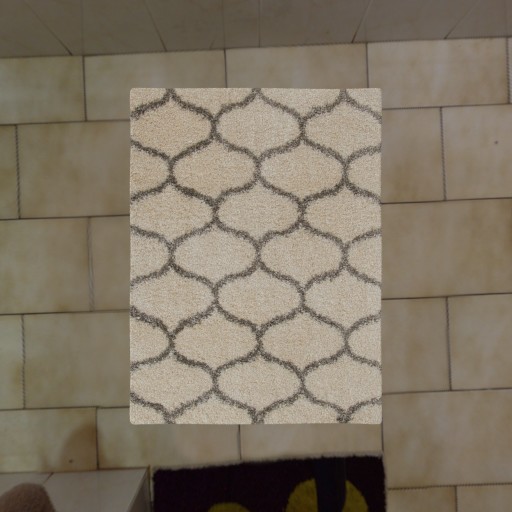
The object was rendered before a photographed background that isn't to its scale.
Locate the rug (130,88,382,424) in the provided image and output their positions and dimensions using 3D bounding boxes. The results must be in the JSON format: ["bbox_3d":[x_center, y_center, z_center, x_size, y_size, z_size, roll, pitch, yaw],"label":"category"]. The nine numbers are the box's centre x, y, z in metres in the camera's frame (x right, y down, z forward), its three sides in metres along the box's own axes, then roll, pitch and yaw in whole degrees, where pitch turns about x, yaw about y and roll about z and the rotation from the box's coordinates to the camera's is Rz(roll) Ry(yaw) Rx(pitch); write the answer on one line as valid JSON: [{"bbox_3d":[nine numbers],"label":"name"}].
[{"bbox_3d":[0.000,0.000,2.114,1.200,0.025,1.600,0,90,0],"label":"rug"}]
